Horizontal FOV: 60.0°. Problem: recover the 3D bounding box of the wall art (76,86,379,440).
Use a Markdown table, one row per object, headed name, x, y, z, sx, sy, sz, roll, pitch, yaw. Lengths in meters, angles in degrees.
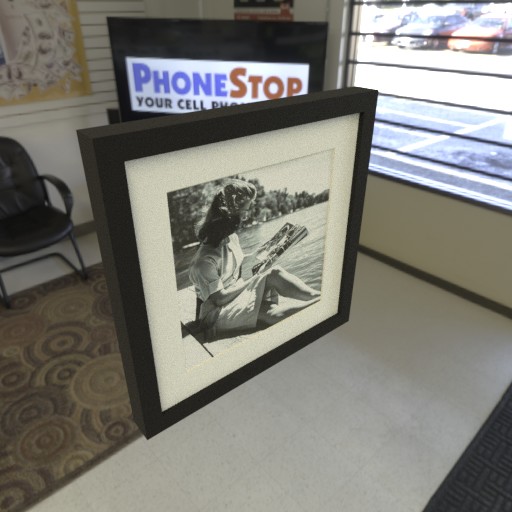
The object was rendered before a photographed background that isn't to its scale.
| name | x | y | z | sx | sy | sz | roll | pitch | yaw |
| --- | --- | --- | --- | --- | --- | --- | --- | --- | --- |
| wall art | 0.000 | 0.000 | 0.467 | 0.308 | 0.305 | 0.030 | -22 | 36 | -33 |
